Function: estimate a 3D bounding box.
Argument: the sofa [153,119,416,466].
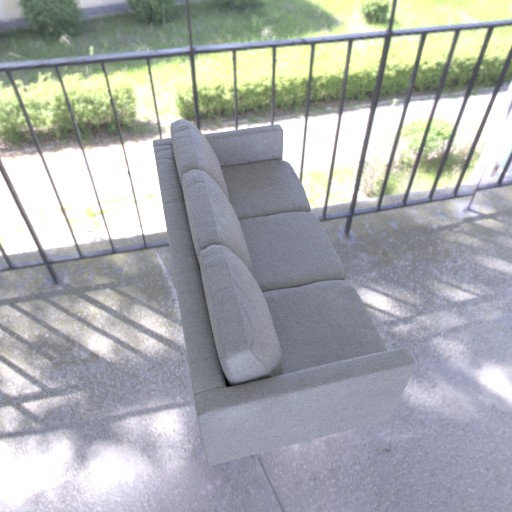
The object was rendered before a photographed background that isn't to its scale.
[{"bbox_3d":[0.000,0.000,2.559,0.944,0.918,1.983,-10,46,-10],"label":"sofa"}]
